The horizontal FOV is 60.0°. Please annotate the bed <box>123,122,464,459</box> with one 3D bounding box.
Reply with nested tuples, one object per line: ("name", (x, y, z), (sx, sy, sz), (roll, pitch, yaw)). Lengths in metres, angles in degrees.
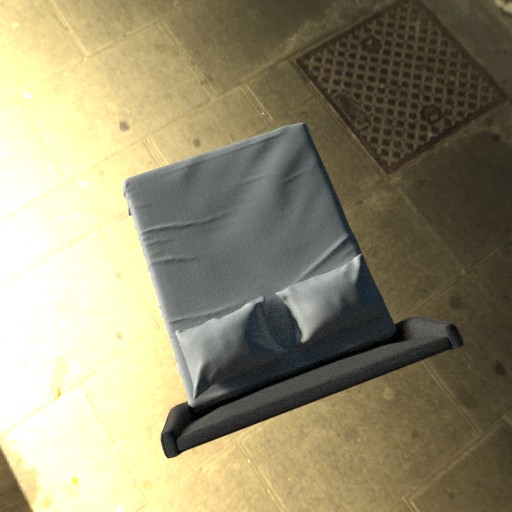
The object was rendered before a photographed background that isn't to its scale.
("bed", (0.000, 0.000, 3.508), (1.925, 1.332, 2.276), (-19, 76, -5))
